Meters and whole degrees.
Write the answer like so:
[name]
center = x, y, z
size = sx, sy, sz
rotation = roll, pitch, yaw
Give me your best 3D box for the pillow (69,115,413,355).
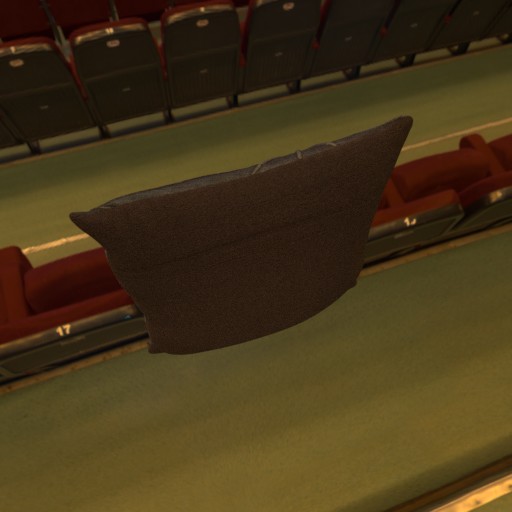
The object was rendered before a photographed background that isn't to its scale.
[pillow]
center = 0.000, 0.000, 0.703
size = 0.439, 0.440, 0.183
rotation = -18, 60, -11
